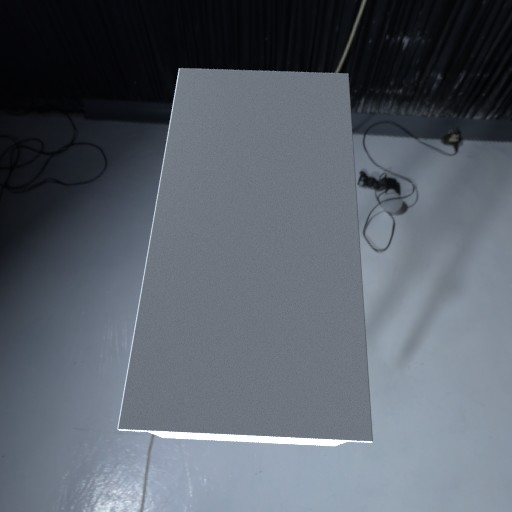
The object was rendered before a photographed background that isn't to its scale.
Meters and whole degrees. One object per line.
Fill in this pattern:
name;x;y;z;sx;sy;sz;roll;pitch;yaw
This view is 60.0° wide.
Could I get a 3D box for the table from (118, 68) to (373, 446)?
table;0.000;0.000;1.283;0.500;0.441;1.000;2;64;1
